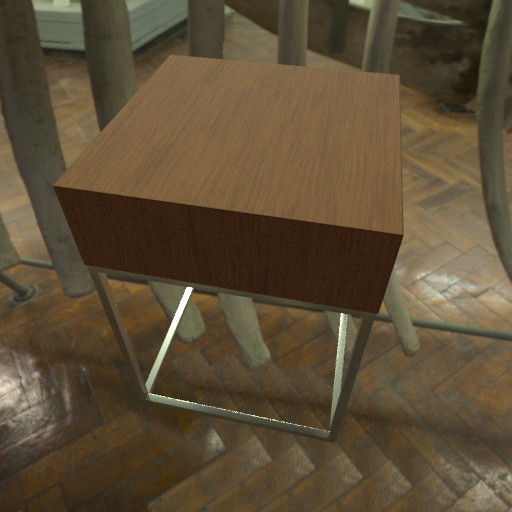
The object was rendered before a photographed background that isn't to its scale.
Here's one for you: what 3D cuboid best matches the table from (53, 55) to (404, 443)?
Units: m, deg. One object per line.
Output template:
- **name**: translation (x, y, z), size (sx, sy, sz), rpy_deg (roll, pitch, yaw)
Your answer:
- **table**: translation (0.000, 0.000, 0.814), size (0.398, 0.540, 0.397), rpy_deg (9, 46, 9)
